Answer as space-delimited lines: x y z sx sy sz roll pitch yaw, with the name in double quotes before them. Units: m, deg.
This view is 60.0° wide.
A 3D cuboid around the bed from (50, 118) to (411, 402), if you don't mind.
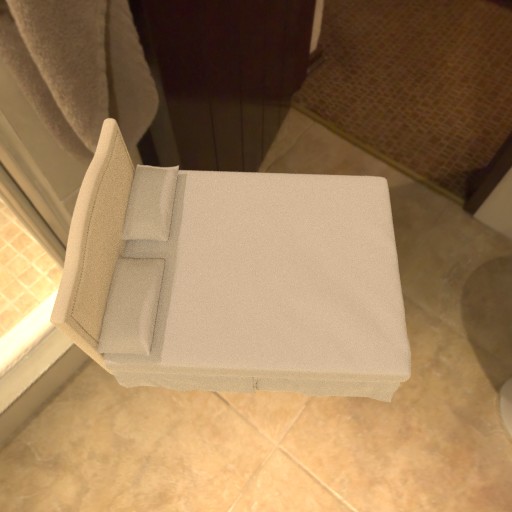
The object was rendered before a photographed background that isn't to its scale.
"bed" 0.000 0.000 3.634 2.477 1.437 1.977 2 62 1
